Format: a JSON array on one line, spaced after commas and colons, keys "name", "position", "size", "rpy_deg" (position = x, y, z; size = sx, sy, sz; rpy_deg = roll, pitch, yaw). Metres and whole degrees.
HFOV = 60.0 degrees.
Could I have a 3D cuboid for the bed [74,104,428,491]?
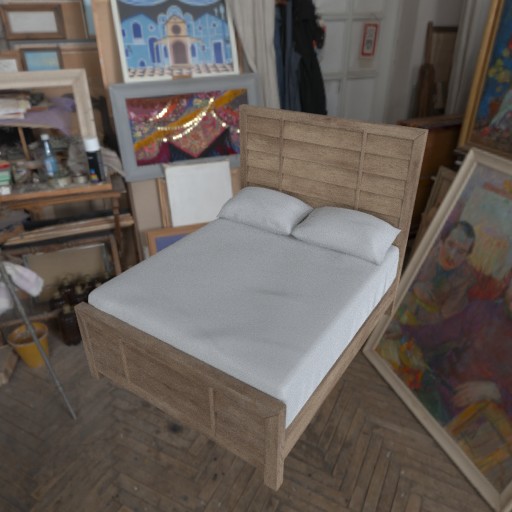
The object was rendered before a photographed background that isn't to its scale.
[{"name": "bed", "position": [0.000, 0.000, 3.228], "size": [1.615, 1.631, 2.017], "rpy_deg": [18, 35, 29]}]
